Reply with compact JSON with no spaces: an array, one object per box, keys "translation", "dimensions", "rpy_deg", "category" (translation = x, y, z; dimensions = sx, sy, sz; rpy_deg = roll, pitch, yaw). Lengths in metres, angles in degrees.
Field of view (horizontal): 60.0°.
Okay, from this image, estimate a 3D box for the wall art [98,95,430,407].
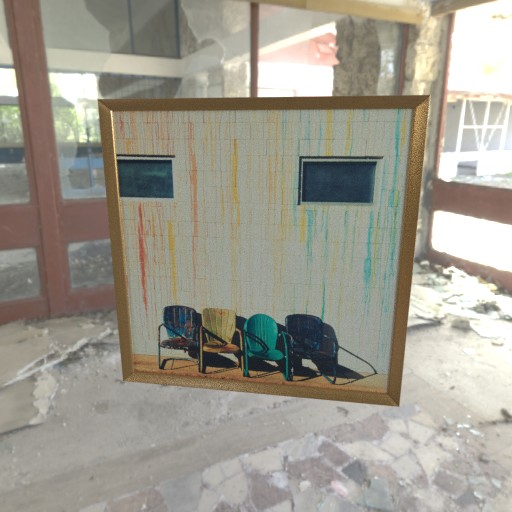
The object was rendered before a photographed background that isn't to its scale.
[{"translation":[0.000,0.000,0.750],"dimensions":[0.505,0.505,0.037],"rpy_deg":[3,16,9],"category":"wall art"}]
